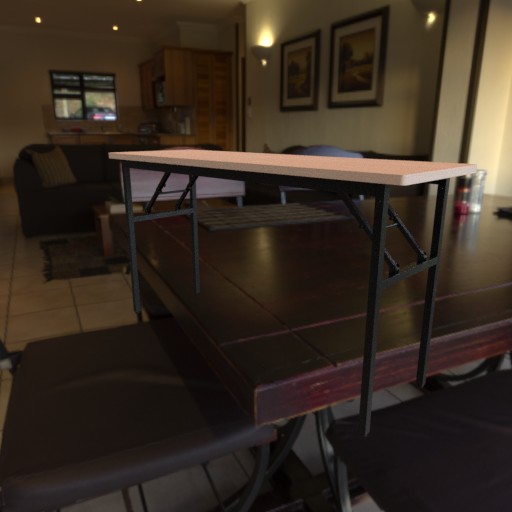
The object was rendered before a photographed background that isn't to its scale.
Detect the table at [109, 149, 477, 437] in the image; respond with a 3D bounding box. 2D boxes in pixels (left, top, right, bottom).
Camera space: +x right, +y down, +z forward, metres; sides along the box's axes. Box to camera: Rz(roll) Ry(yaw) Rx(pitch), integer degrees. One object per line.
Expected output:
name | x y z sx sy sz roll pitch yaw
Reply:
table | 0.000 0.000 1.723 0.447 0.750 1.397 -15 22 -43
